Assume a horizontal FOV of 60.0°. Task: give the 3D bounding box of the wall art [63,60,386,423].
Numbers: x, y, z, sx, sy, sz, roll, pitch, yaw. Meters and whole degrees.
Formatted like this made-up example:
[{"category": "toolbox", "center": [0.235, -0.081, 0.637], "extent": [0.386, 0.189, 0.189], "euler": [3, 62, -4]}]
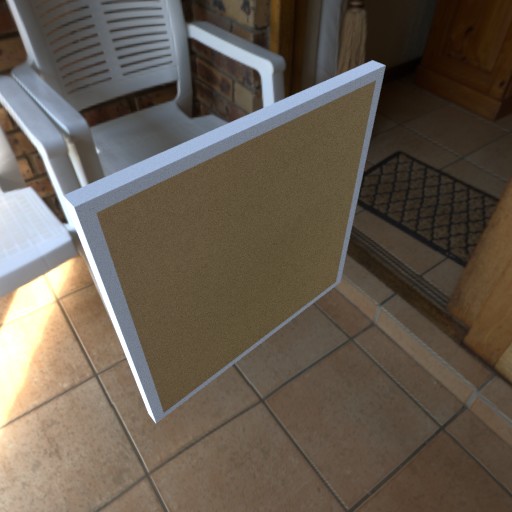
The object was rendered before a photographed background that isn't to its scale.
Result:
[{"category": "wall art", "center": [0.000, 0.000, 1.122], "extent": [0.763, 0.761, 0.038], "euler": [-33, 54, -28]}]
